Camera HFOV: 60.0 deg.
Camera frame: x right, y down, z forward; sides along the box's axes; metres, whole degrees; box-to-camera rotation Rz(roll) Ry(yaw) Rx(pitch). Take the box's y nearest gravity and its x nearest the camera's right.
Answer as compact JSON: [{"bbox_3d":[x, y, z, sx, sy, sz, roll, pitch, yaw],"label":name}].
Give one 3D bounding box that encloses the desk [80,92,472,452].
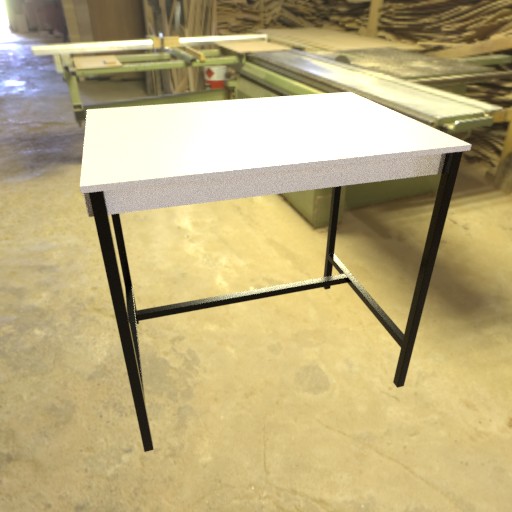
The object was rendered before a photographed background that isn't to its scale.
[{"bbox_3d":[0.000,0.000,1.303,0.811,0.766,0.573,-9,33,-14],"label":"desk"}]
